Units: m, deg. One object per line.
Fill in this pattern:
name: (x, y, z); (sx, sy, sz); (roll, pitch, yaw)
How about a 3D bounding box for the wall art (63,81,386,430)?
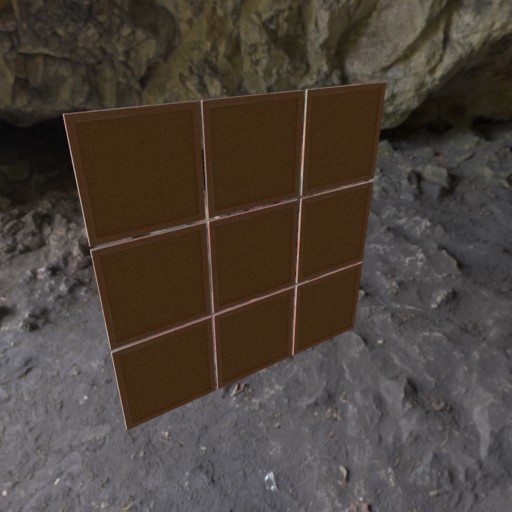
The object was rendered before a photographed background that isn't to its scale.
wall art: (0.000, 0.000, 2.197); (1.521, 1.519, 0.013); (-17, 33, -28)
